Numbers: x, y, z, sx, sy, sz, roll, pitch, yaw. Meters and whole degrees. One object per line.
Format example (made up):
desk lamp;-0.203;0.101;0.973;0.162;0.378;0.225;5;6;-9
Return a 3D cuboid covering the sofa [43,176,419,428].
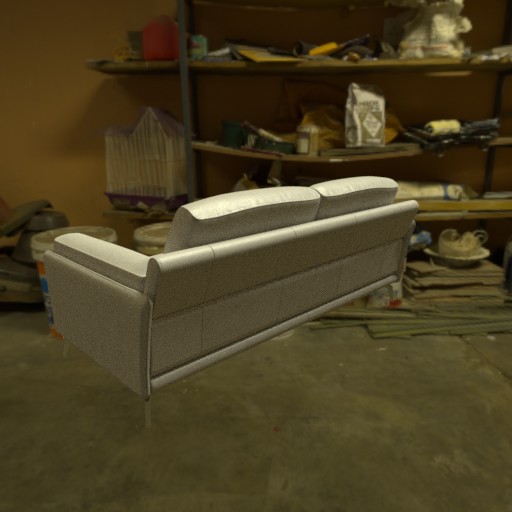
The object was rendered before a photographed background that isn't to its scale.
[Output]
sofa;0.000;0.000;2.665;2.101;0.930;1.049;-15;21;-43
